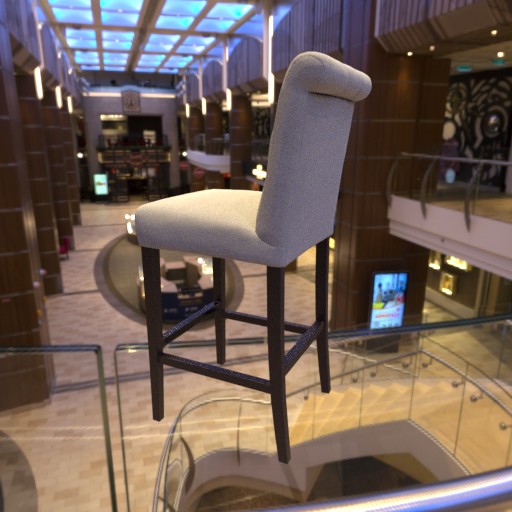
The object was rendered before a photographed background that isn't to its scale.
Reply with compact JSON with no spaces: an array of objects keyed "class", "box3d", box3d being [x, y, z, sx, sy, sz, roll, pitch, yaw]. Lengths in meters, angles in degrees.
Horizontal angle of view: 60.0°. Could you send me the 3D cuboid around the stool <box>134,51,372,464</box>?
[{"class":"stool","box3d":[0.000,0.000,1.452,0.601,1.140,0.493,8,17,25]}]
